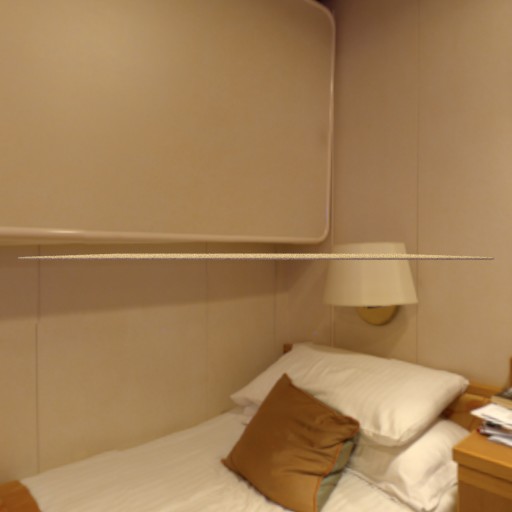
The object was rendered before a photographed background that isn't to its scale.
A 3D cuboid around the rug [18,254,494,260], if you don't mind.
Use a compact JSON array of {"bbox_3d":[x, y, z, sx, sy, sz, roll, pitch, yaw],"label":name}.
[{"bbox_3d":[0.000,0.000,2.302,1.829,0.010,1.219,0,1,0],"label":"rug"}]
